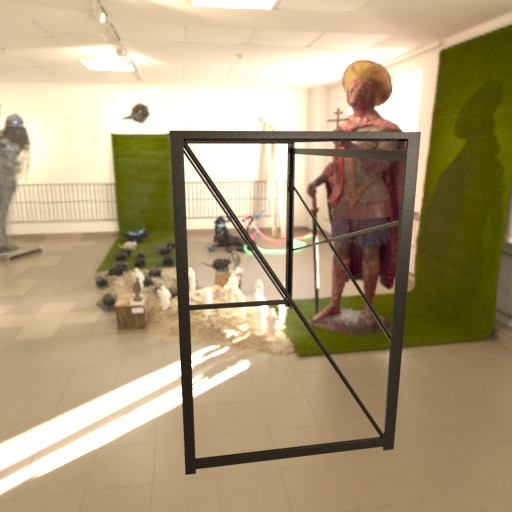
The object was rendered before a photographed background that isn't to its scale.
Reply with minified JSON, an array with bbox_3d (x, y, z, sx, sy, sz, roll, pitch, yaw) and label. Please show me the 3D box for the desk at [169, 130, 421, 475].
[{"bbox_3d":[0.000,0.000,1.436,0.505,0.747,1.015,-2,14,-10],"label":"desk"}]
